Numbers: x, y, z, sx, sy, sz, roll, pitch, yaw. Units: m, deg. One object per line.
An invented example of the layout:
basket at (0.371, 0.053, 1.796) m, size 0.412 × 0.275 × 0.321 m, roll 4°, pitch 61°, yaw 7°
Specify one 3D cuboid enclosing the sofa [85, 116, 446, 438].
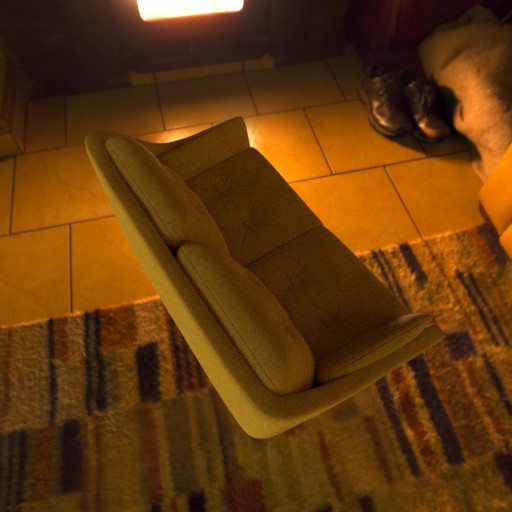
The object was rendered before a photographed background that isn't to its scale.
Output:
sofa at (0.000, 0.000, 2.194) m, size 0.965 × 0.888 × 1.652 m, roll -29°, pitch 62°, yaw -17°
